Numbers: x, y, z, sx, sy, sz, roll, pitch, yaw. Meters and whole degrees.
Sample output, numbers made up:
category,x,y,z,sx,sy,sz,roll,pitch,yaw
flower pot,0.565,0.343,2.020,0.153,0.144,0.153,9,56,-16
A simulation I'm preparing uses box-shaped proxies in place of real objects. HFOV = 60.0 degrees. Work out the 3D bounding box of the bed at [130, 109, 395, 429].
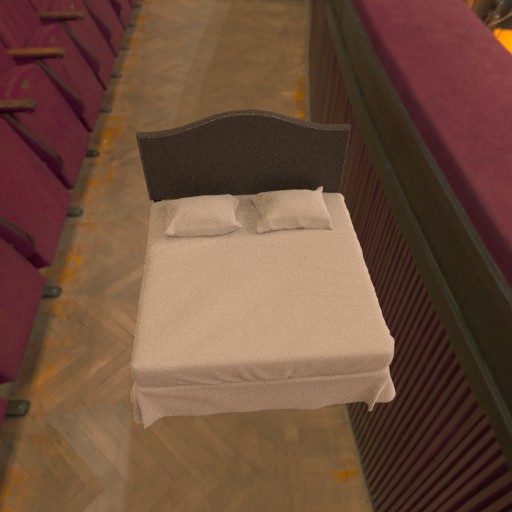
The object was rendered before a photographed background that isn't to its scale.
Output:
category,x,y,z,sx,sy,sz,roll,pitch,yaw
bed,0.000,0.000,3.839,2.314,1.651,2.219,-3,47,-3
